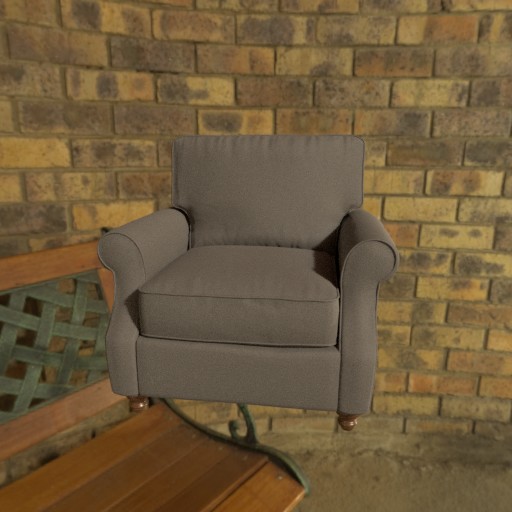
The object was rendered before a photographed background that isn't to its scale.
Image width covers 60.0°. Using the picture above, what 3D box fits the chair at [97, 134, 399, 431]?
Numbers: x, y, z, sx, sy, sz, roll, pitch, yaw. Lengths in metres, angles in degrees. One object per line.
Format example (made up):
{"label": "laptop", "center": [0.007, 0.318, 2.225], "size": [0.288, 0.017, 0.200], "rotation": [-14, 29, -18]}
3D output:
{"label": "chair", "center": [0.000, 0.000, 1.794], "size": [1.029, 0.967, 0.966], "rotation": [2, 14, 8]}
